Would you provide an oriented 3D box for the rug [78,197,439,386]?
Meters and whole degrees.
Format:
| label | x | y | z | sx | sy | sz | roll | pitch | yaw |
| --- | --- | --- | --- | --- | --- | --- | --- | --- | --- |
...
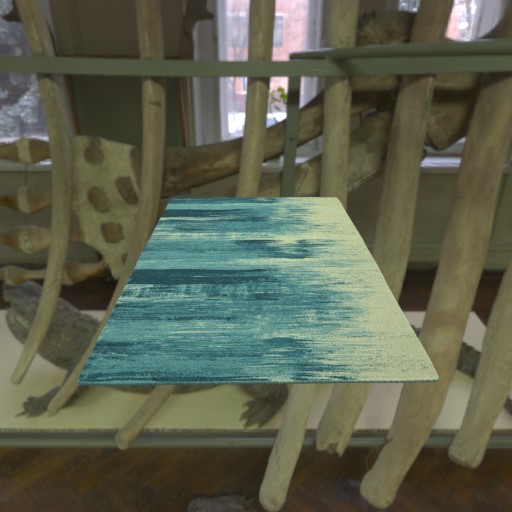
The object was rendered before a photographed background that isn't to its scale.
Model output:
| label | x | y | z | sx | sy | sz | roll | pitch | yaw |
| --- | --- | --- | --- | --- | --- | --- | --- | --- | --- |
| rug | 0.000 | 0.000 | 2.940 | 1.540 | 0.027 | 2.450 | 0 | 25 | -1 |
